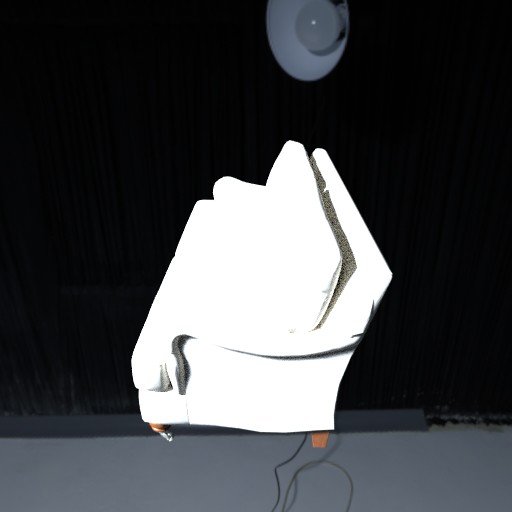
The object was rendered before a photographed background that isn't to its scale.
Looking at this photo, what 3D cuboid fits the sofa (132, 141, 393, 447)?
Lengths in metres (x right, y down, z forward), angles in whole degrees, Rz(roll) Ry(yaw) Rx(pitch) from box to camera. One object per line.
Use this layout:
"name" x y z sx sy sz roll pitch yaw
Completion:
"sofa" 0.000 0.000 2.812 1.086 1.087 2.159 0 26 1
